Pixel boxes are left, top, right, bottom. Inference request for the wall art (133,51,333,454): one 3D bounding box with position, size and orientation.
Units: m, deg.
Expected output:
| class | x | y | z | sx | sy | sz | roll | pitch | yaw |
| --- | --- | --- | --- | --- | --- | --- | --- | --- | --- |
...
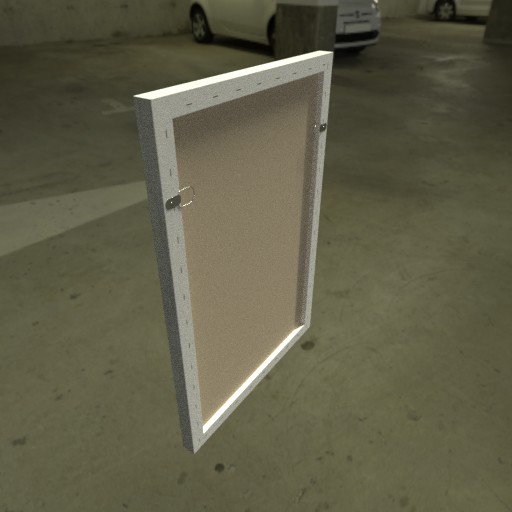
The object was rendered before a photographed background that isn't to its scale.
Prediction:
| class | x | y | z | sx | sy | sz | roll | pitch | yaw |
| --- | --- | --- | --- | --- | --- | --- | --- | --- | --- |
| wall art | 0.000 | 0.000 | 1.160 | 0.043 | 0.914 | 0.624 | 21 | 38 | 29 |
